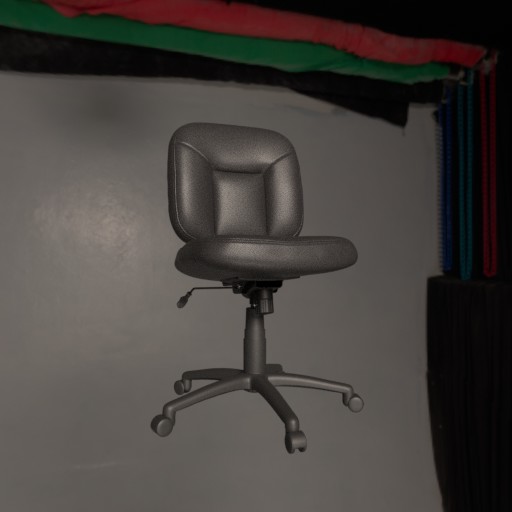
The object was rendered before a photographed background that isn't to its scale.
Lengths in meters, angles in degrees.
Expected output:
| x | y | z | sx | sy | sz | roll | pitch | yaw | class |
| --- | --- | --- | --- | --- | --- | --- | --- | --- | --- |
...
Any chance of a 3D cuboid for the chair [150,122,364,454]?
| x | y | z | sx | sy | sz | roll | pitch | yaw | class |
| --- | --- | --- | --- | --- | --- | --- | --- | --- | --- |
| 0.000 | 0.000 | 1.364 | 0.647 | 0.959 | 0.646 | 0 | -1 | -19 | chair |
